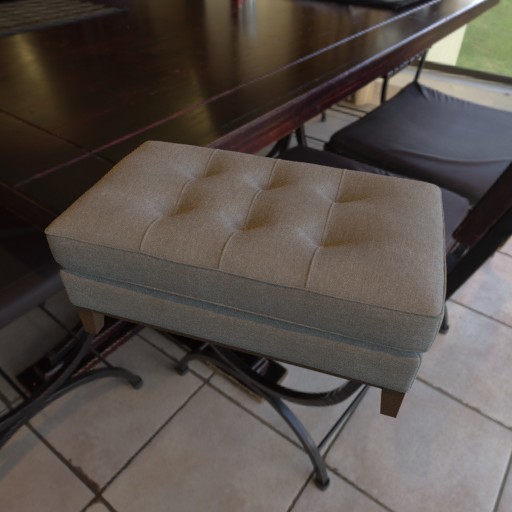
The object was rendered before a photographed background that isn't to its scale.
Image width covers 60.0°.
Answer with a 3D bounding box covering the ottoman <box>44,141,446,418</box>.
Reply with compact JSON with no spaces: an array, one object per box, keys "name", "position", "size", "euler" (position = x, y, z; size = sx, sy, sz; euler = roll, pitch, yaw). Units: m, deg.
[{"name":"ottoman","position":[0.000,0.000,1.515],"size":[1.143,0.514,0.648],"euler":[12,42,14]}]
